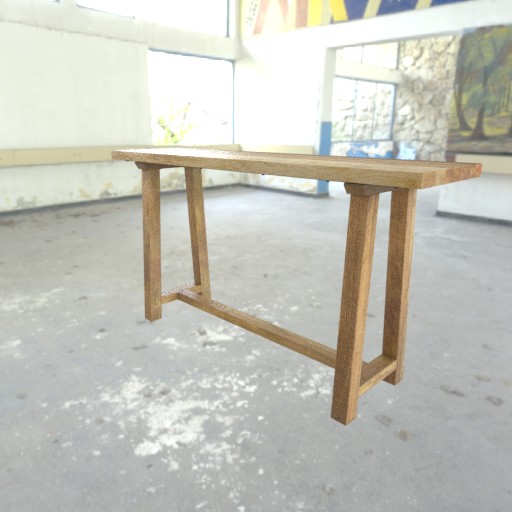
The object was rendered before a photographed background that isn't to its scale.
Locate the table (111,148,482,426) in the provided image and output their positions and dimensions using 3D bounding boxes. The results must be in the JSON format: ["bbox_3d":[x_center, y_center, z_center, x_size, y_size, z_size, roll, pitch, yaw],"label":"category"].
[{"bbox_3d":[0.000,0.000,1.829,1.524,0.810,0.405,15,22,42],"label":"table"}]
